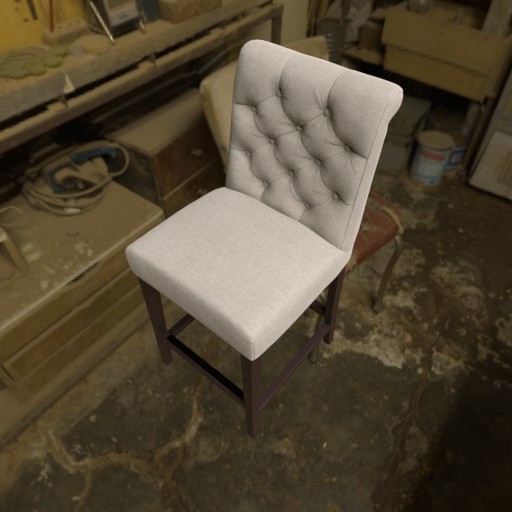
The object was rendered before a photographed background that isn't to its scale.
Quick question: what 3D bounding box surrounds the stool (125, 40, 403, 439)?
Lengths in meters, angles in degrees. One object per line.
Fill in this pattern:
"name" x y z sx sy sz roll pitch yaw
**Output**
"stool" 0.000 0.000 1.371 0.493 1.040 0.601 31 54 26
